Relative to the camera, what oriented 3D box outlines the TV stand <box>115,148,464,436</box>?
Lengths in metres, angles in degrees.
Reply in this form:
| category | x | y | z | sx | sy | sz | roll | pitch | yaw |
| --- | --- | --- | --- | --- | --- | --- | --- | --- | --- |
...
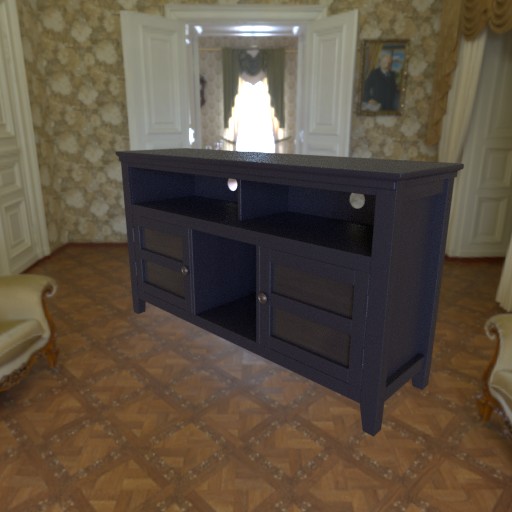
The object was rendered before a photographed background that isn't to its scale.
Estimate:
| category | x | y | z | sx | sy | sz | roll | pitch | yaw |
| --- | --- | --- | --- | --- | --- | --- | --- | --- | --- |
| TV stand | 0.000 | 0.000 | 1.548 | 1.198 | 0.681 | 0.347 | 15 | 22 | 42 |
